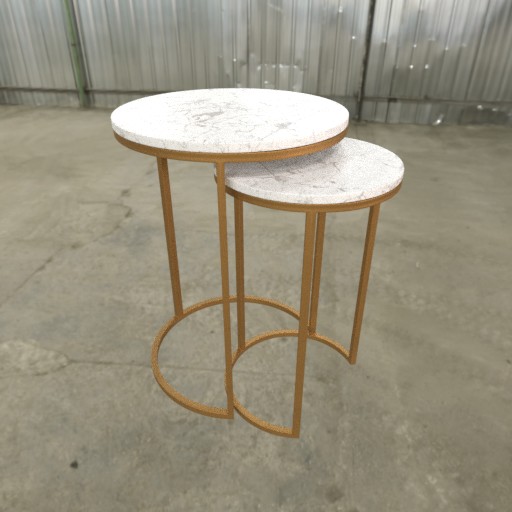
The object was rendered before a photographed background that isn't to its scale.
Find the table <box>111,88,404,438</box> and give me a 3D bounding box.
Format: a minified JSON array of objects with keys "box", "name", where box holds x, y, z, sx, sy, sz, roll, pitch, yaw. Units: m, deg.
[{"box":[0.000,0.000,0.878,0.507,0.550,0.400,21,36,31],"name":"table"}]
